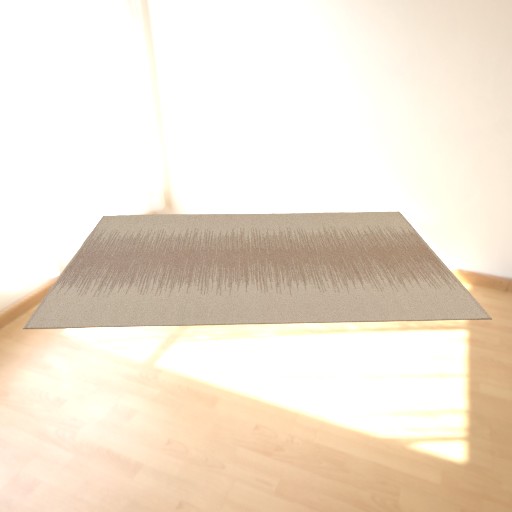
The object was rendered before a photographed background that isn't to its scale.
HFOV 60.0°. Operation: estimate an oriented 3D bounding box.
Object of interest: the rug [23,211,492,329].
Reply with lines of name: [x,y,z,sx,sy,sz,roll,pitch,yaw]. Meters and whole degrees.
rug: [0.000,0.000,2.969,2.440,0.012,1.522,-1,28,-2]
